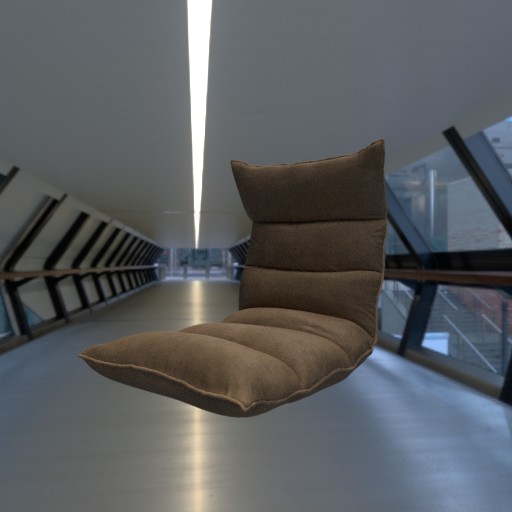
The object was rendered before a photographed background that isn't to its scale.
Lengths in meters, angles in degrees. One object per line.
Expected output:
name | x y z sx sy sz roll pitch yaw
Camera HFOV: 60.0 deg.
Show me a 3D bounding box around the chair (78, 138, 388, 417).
chair | 0.000 0.000 1.617 0.714 0.892 0.985 0 0 37
